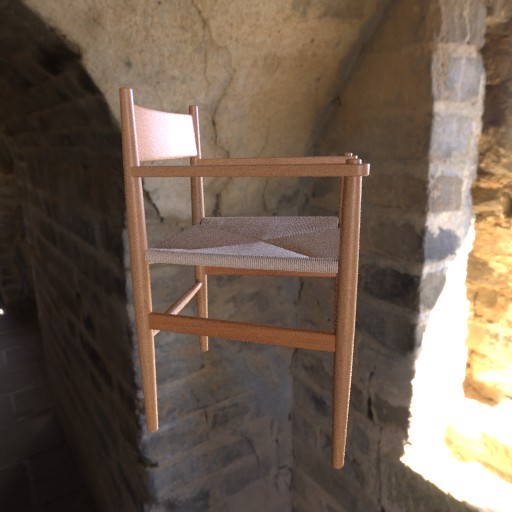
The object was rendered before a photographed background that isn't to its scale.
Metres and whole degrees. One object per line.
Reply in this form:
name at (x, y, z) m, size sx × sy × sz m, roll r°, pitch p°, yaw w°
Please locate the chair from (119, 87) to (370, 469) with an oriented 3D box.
chair at (0.000, 0.000, 1.122) m, size 0.495 × 0.762 × 0.556 m, roll 3°, pitch 14°, yaw 10°
